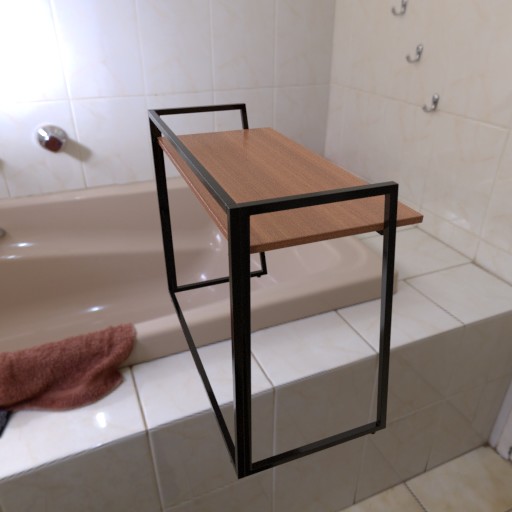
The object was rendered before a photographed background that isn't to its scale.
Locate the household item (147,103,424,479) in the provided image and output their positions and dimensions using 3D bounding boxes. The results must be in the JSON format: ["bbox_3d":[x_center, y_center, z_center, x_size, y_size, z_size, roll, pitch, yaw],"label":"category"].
[{"bbox_3d":[0.000,0.000,1.587,0.510,0.860,1.050,-11,31,-18],"label":"household item"}]
